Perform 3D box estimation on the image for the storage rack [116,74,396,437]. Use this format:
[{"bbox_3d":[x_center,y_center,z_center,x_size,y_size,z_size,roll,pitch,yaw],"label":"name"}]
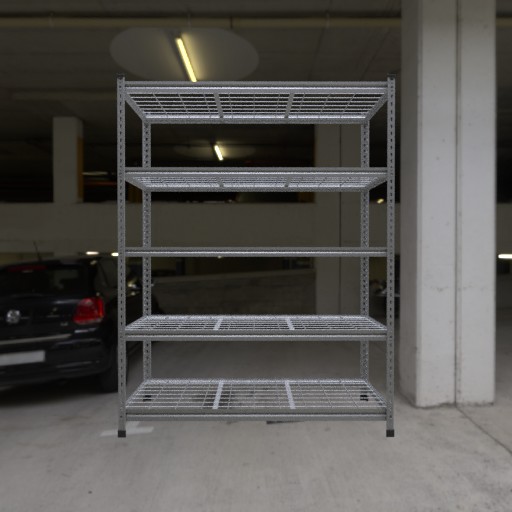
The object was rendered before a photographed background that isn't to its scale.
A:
[{"bbox_3d":[0.000,0.000,2.722,1.524,1.981,0.610,0,1,0],"label":"storage rack"}]
